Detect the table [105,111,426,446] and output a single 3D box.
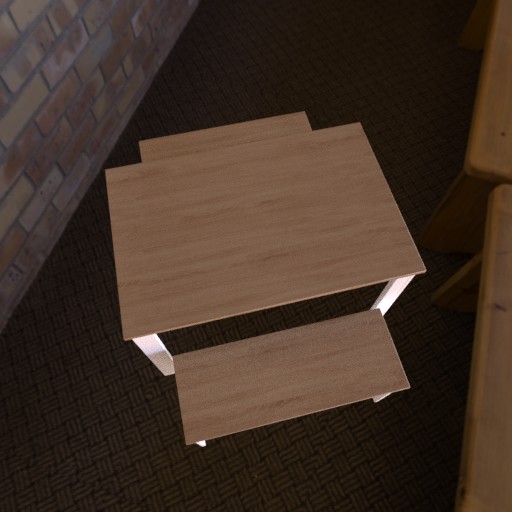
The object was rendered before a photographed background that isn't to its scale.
[{"bbox_3d":[0.000,0.000,2.031,1.100,0.700,1.443,-12,64,-6],"label":"table"}]
